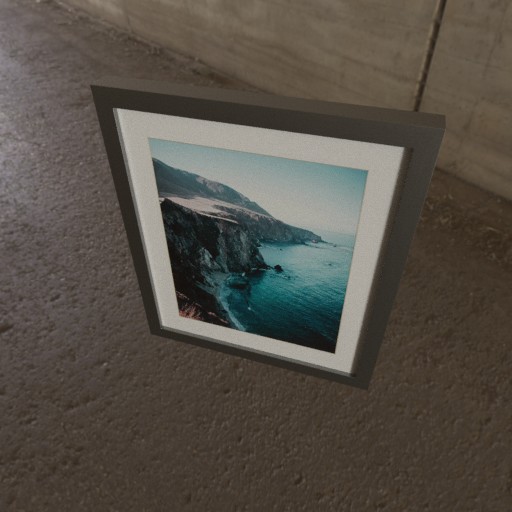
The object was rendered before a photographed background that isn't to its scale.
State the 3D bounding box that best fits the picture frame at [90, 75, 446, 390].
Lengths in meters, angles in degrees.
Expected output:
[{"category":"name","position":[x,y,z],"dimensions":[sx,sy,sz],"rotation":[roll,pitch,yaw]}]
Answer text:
[{"category":"picture frame","position":[0.000,0.000,1.346],"dimensions":[0.839,0.968,0.073],"rotation":[12,42,13]}]
